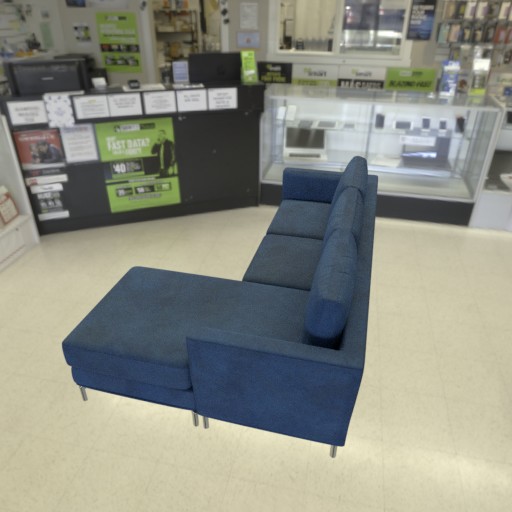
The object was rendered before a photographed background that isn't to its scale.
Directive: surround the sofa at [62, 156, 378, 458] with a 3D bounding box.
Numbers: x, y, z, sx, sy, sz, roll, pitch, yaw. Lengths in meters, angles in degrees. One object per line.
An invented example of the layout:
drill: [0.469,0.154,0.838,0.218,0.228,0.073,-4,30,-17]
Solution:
sofa: [0.000,0.000,3.249,1.622,0.987,2.438,8,32,13]
